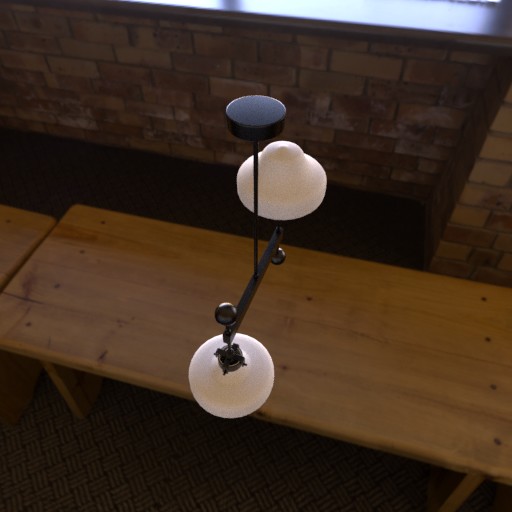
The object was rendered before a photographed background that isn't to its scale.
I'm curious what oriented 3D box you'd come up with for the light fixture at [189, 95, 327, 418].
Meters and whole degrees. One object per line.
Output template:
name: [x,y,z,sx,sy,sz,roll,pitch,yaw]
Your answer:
light fixture: [0.000,0.000,1.033,0.422,0.743,0.489,-12,49,-11]
